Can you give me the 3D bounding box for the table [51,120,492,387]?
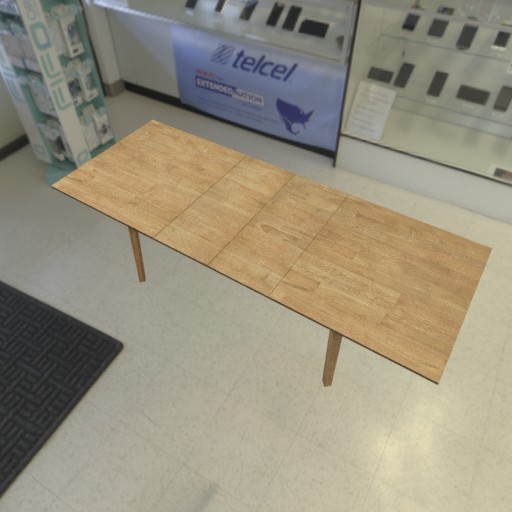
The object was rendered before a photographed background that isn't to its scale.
[{"bbox_3d":[0.000,0.000,3.029,2.603,0.752,1.000,25,52,22],"label":"table"}]
